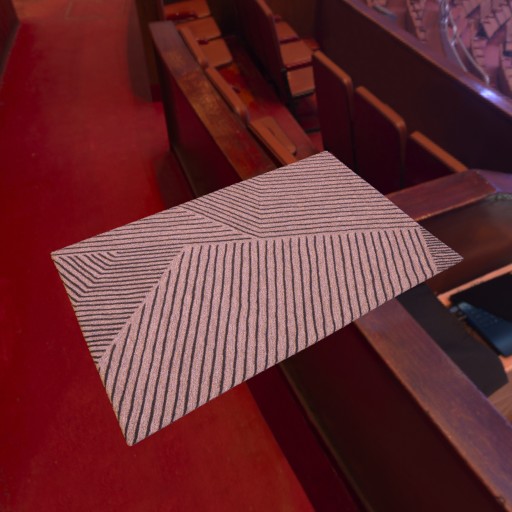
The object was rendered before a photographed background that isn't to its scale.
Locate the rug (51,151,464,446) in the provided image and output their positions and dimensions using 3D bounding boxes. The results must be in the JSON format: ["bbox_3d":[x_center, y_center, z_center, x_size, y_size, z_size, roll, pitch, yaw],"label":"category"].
[{"bbox_3d":[0.000,0.000,3.049,2.406,0.023,1.539,-24,51,-21],"label":"rug"}]
